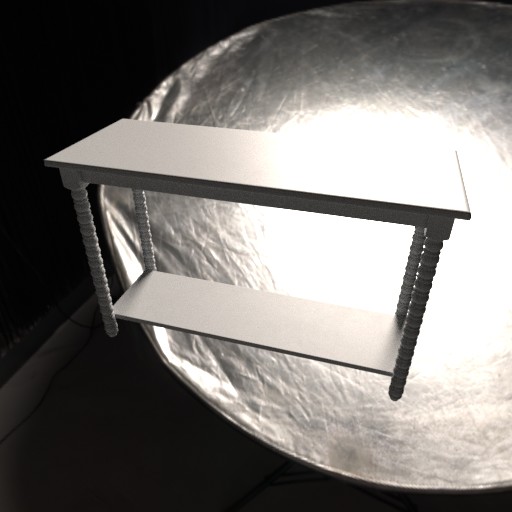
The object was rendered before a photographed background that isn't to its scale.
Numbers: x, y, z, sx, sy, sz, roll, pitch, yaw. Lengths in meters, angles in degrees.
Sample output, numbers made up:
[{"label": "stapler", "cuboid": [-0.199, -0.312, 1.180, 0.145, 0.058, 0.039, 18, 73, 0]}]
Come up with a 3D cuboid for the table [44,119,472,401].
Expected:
[{"label": "table", "cuboid": [0.000, 0.000, 1.551, 1.184, 0.740, 0.459, 9, 34, 14]}]
